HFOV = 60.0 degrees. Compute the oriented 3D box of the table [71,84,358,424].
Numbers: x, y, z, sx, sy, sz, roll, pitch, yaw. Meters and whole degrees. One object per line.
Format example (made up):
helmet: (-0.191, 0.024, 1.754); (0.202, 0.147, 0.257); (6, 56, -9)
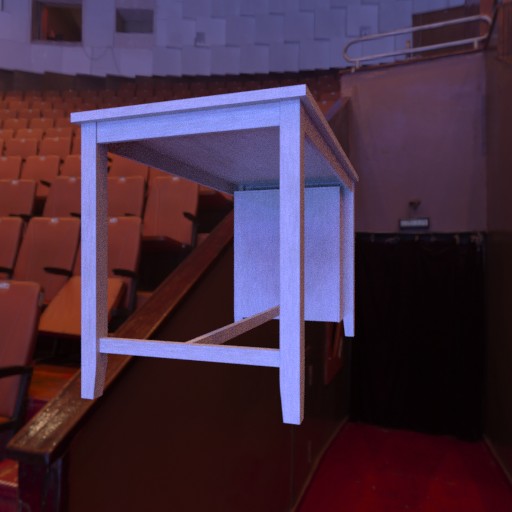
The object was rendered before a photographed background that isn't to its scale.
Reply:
table: (0.000, 0.000, 1.902); (0.729, 0.874, 1.397); (0, 0, 18)
